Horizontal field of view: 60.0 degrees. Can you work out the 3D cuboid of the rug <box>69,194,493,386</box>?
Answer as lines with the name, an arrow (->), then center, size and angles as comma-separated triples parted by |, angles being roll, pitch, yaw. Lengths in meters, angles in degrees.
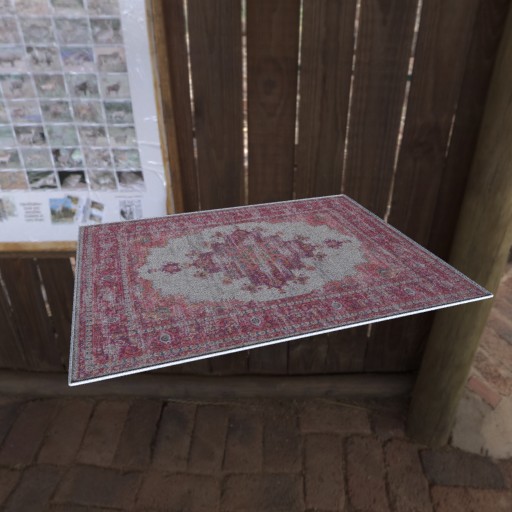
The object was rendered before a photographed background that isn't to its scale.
rug -> 0.000, 0.000, 4.060 | 3.123, 0.017, 2.447 | -9, 29, -16
